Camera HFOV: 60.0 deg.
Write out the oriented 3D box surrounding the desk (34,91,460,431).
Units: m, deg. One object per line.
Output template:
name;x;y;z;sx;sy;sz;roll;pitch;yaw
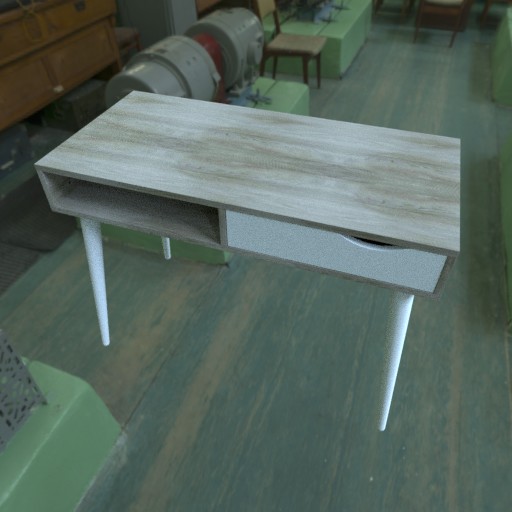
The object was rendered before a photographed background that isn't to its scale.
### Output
desk;0.000;0.000;1.367;0.979;0.723;0.491;13;44;14
